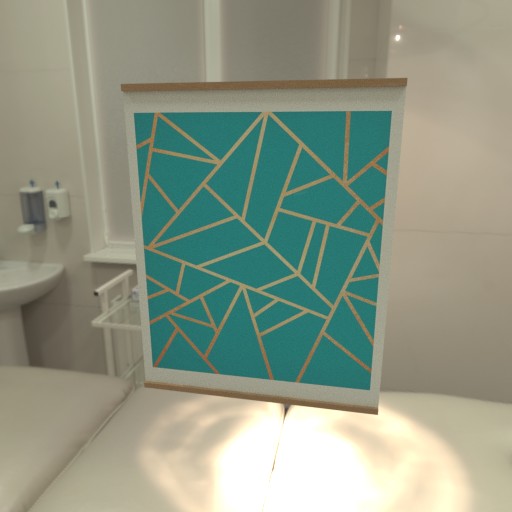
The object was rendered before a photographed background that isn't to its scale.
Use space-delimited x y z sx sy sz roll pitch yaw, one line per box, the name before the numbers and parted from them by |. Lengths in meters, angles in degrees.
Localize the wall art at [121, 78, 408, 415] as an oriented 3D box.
wall art | 0.000 0.000 0.690 0.405 0.508 0.012 3 16 11
